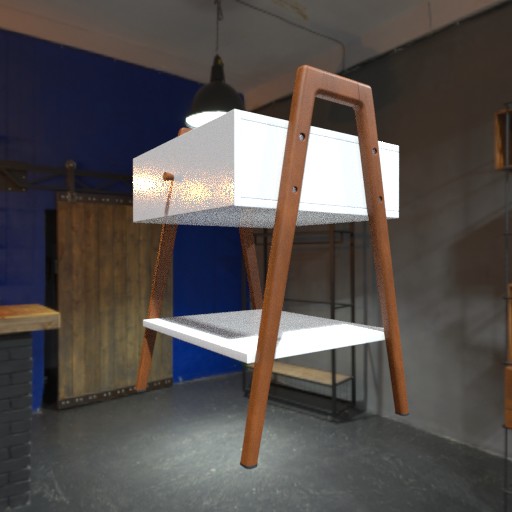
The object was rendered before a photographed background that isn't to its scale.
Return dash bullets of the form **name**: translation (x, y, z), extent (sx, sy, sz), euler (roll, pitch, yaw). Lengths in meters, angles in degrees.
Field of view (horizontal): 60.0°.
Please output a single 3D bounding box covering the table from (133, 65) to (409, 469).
- **table**: translation (0.000, 0.000, 0.921), extent (0.405, 0.610, 0.457), euler (0, 0, -35)
